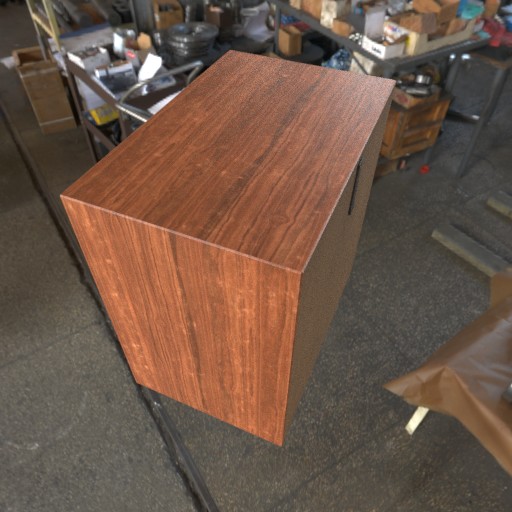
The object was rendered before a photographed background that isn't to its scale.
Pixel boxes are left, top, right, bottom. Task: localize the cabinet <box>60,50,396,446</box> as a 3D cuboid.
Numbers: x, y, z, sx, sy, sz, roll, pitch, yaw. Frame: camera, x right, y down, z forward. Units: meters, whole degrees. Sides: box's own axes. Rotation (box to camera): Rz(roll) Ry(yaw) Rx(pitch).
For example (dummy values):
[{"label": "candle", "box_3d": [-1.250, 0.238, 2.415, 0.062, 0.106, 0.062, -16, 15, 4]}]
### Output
[{"label": "cabinet", "box_3d": [0.000, 0.000, 1.080, 0.410, 0.695, 0.607, 18, 49, 16]}]
